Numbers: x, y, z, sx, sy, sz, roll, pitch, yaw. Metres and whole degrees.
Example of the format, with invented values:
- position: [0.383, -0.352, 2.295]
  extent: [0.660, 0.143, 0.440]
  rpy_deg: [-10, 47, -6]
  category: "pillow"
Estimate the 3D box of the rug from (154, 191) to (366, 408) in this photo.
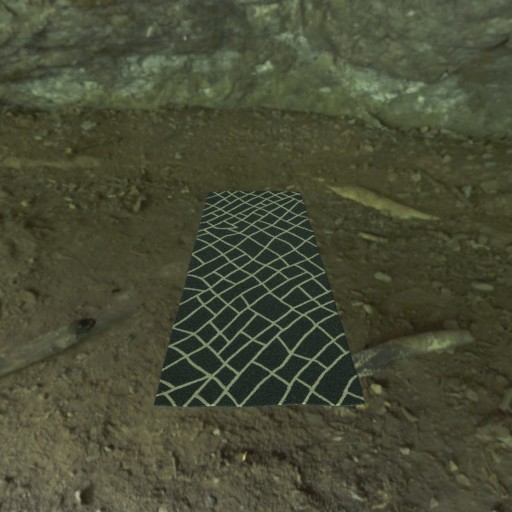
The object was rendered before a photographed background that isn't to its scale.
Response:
- position: [0.000, 0.000, 2.749]
  extent: [0.807, 0.010, 2.476]
  rpy_deg: [0, 27, -1]
  category: "rug"
